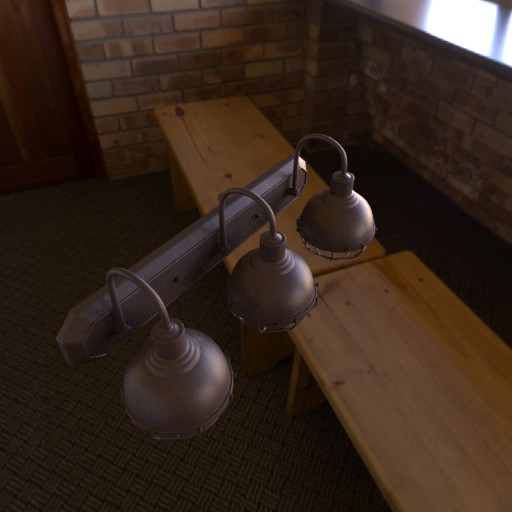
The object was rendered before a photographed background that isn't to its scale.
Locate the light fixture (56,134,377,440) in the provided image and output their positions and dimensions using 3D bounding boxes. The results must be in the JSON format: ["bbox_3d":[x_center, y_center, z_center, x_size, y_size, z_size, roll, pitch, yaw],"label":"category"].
[{"bbox_3d":[0.000,0.000,0.766,0.229,0.254,0.634,26,47,27],"label":"light fixture"}]
